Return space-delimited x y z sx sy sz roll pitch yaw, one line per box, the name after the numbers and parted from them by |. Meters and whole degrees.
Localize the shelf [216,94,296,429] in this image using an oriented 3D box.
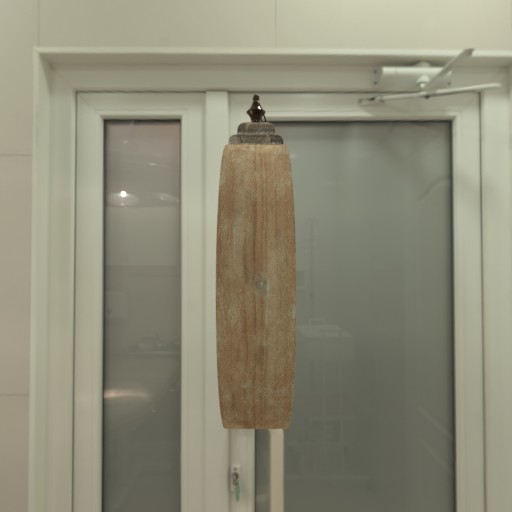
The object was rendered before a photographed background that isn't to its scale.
0.000 0.000 0.988 0.125 0.725 0.601 0 -1 0 | shelf
